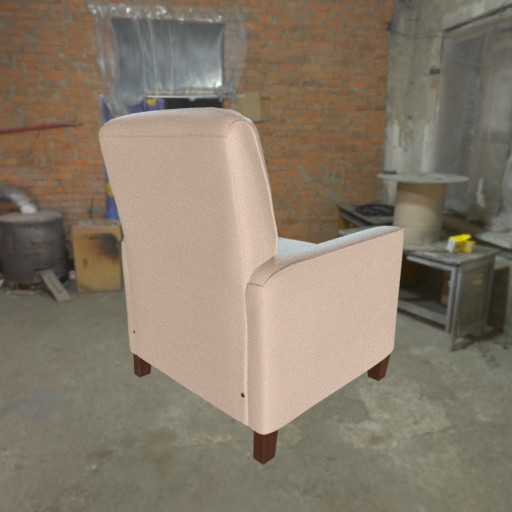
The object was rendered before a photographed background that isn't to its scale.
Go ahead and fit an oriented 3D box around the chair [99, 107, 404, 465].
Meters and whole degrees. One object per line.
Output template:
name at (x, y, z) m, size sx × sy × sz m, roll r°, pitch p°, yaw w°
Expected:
chair at (0.000, 0.000, 1.679) m, size 0.841 × 1.028 × 0.858 m, roll 14°, pitch 21°, yaw 43°
